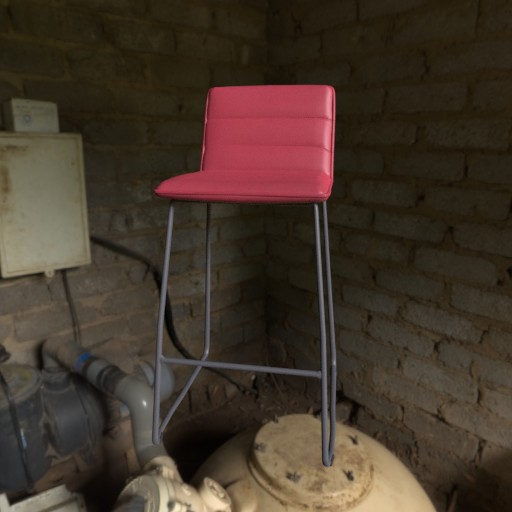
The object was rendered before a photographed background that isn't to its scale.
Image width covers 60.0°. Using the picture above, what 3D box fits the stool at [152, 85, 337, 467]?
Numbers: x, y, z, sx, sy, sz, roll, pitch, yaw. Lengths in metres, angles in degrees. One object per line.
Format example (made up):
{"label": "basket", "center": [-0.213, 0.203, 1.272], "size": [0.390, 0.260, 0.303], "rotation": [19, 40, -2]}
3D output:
{"label": "stool", "center": [0.000, 0.000, 1.236], "size": [0.489, 0.937, 0.524], "rotation": [3, 16, 10]}
